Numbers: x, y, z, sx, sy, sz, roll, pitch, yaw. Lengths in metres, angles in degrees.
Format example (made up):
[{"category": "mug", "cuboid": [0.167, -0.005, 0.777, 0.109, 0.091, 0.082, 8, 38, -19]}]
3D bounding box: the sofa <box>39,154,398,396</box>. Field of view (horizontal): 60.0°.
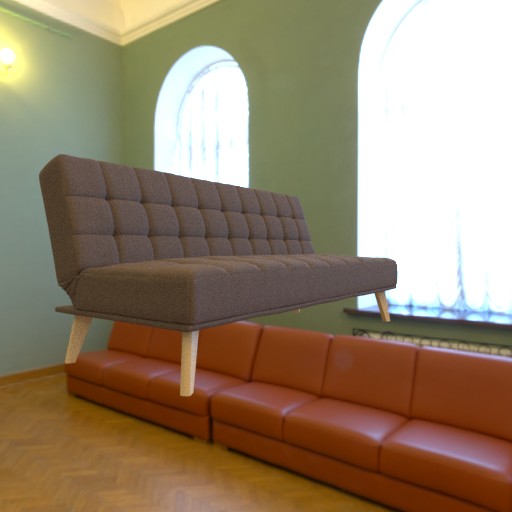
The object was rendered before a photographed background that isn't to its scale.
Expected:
[{"category": "sofa", "cuboid": [0.000, 0.000, 2.245, 0.860, 0.810, 1.800, 1, 1, 36]}]
